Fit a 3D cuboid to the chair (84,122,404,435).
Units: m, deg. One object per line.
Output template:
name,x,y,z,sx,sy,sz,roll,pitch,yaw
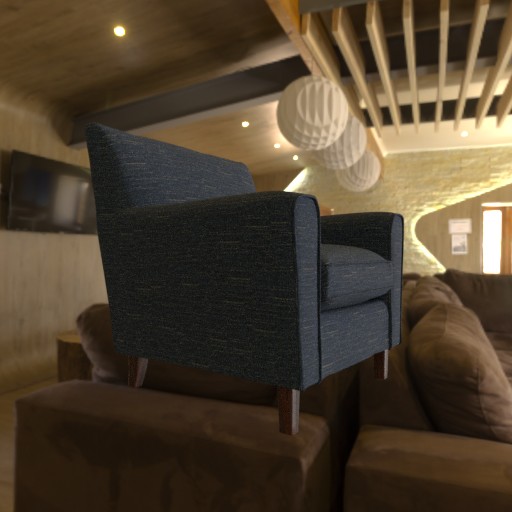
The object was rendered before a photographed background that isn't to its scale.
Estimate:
chair,0.000,0.000,1.633,0.873,0.928,0.864,0,0,37
